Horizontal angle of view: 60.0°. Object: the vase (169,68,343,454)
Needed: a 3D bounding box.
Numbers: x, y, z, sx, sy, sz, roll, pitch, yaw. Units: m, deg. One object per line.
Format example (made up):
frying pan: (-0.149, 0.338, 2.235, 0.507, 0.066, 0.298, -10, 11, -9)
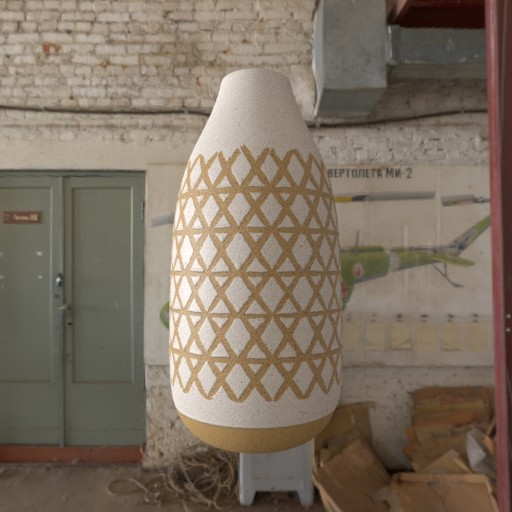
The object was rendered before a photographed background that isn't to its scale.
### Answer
vase: (0.000, 0.000, 0.484, 0.186, 0.380, 0.186, 0, -1, 0)
